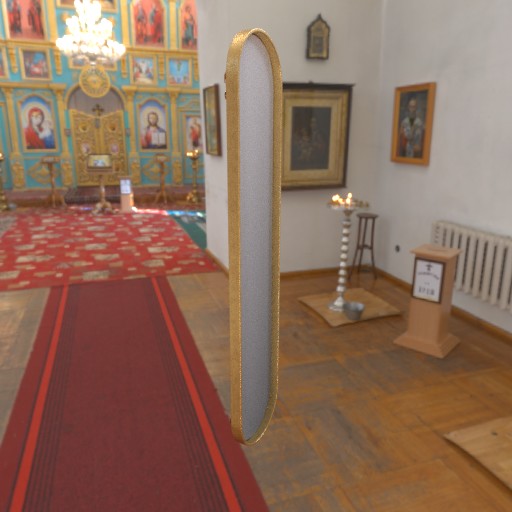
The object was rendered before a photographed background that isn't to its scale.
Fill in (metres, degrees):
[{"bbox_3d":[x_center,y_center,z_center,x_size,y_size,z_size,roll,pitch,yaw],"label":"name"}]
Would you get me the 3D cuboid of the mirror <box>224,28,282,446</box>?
[{"bbox_3d":[0.000,0.000,1.064,0.032,0.991,0.222,7,15,26],"label":"mirror"}]
